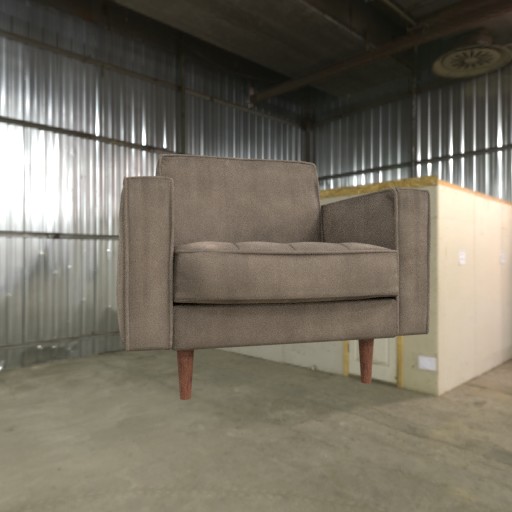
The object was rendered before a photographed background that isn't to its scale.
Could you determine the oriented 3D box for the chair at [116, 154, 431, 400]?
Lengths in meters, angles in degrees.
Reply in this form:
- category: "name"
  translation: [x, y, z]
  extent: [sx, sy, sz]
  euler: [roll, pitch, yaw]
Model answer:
- category: "chair"
  translation: [0.000, 0.000, 1.545]
  extent: [0.928, 0.773, 0.843]
  euler: [0, 0, -16]
